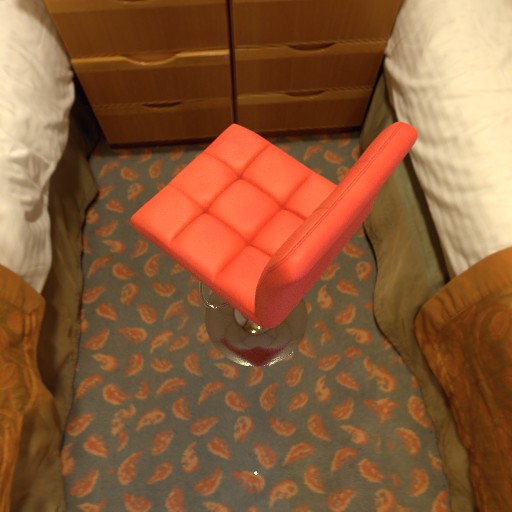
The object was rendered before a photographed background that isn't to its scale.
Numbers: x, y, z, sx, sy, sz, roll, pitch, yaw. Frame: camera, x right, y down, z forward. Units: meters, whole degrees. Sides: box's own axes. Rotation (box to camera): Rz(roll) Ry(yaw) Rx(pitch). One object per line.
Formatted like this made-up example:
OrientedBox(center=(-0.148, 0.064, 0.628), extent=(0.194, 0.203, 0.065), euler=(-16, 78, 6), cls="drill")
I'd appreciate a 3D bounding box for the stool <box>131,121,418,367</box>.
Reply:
OrientedBox(center=(0.000, 0.000, 1.334), extent=(0.505, 1.115, 0.430), euler=(36, 69, 16), cls="stool")
